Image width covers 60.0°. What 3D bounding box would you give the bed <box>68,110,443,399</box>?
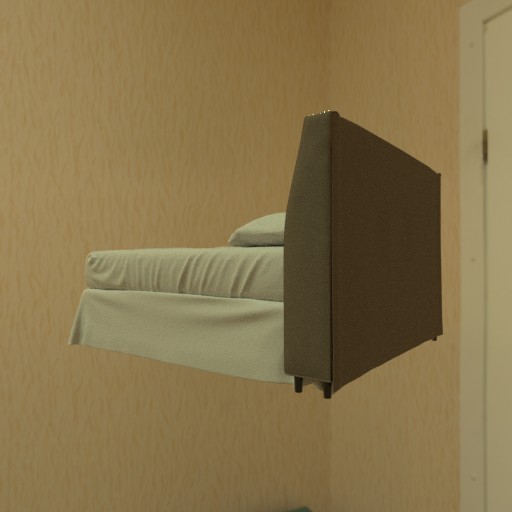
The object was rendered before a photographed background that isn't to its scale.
[{"bbox_3d":[0.000,0.000,3.407,2.276,1.332,1.925,0,-1,37],"label":"bed"}]
